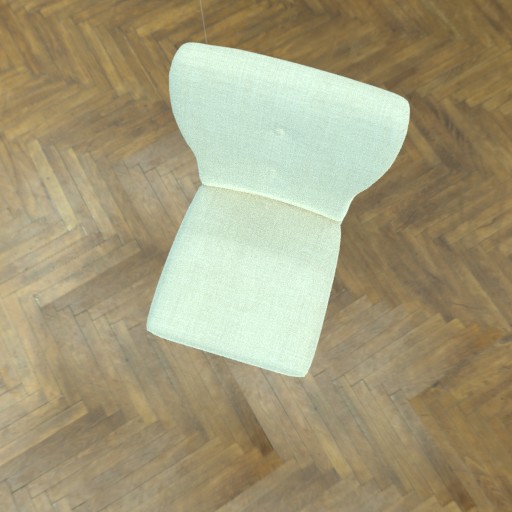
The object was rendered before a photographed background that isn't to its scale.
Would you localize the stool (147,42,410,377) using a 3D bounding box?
[{"bbox_3d":[0.000,0.000,1.301,0.514,0.972,0.603,16,76,4],"label":"stool"}]
